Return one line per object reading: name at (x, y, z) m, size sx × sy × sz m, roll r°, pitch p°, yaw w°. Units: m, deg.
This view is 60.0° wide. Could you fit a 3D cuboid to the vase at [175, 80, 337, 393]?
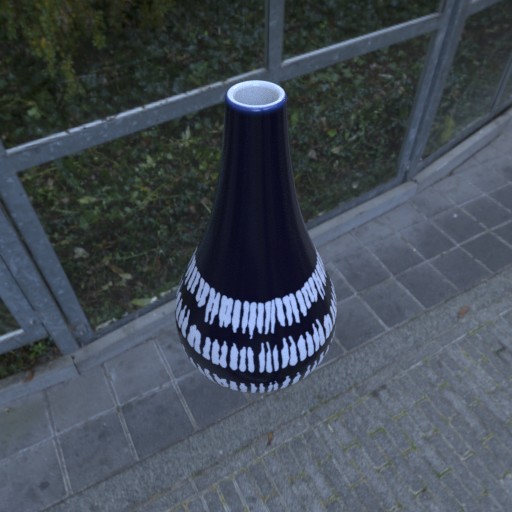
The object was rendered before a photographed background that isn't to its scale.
vase at (0.000, 0.000, 0.384) m, size 0.159 × 0.295 × 0.159 m, roll 0°, pitch 46°, yaw 0°
